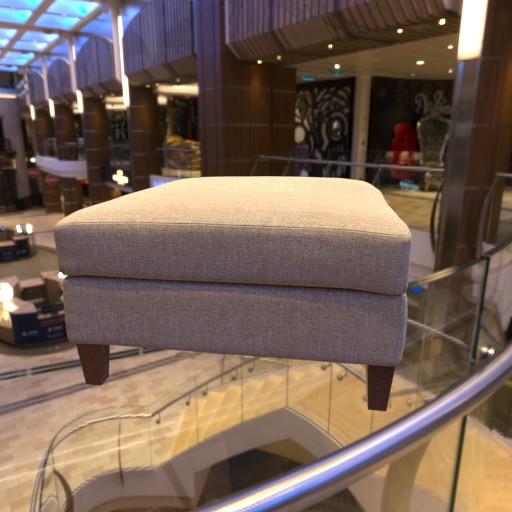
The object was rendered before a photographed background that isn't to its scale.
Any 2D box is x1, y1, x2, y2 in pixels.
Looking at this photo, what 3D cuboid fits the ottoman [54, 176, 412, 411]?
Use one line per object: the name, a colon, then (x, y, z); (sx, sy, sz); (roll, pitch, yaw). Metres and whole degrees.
ottoman: (0.000, 0.000, 1.472); (0.836, 0.492, 0.976); (2, 15, 9)
